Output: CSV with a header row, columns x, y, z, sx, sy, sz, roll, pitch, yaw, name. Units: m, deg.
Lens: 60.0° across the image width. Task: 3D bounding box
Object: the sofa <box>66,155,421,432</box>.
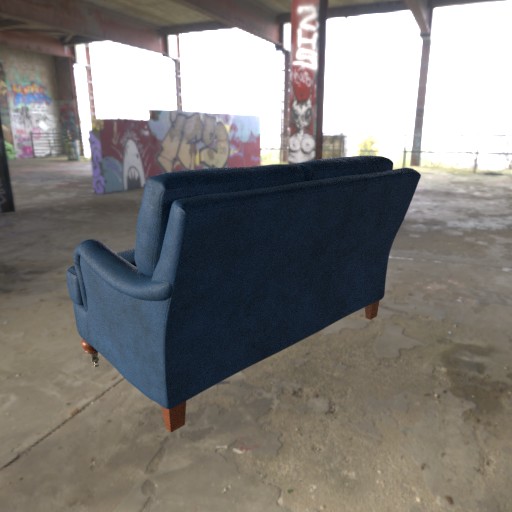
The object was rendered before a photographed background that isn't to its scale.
x,y,z,sx,sy,sz,roll,pitch,yaw,name
0.000,0.000,2.564,1.084,1.101,1.853,16,22,42,sofa
